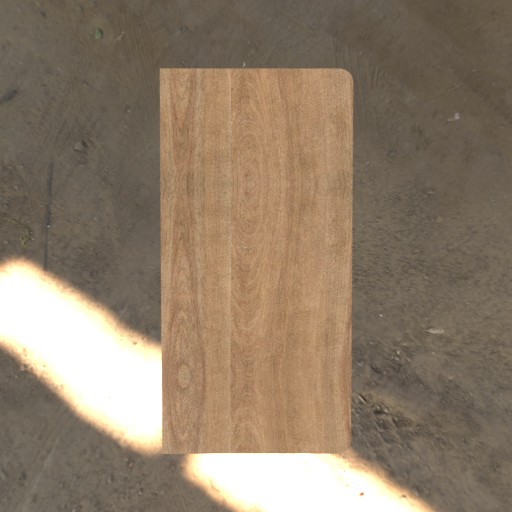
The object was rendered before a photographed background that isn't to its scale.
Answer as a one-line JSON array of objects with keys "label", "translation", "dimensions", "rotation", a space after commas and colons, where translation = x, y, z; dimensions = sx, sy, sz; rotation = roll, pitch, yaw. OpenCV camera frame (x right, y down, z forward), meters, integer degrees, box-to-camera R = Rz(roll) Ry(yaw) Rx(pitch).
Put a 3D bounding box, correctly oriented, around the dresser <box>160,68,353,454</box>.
[{"label": "dresser", "translation": [0.000, 0.000, 1.776], "dimensions": [0.484, 1.318, 0.973], "rotation": [0, 92, 0]}]
